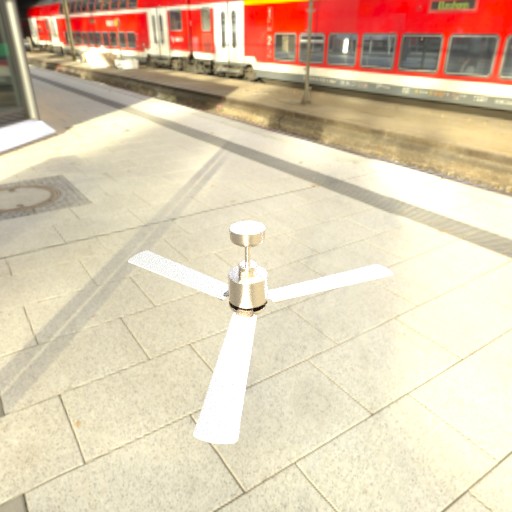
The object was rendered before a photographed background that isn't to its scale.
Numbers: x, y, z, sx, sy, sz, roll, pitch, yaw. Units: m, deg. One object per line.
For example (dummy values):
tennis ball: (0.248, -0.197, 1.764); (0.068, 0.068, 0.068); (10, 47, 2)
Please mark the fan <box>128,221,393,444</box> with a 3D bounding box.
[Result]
fan: (0.000, 0.000, 2.356); (1.531, 0.446, 1.561); (-18, 33, -32)
